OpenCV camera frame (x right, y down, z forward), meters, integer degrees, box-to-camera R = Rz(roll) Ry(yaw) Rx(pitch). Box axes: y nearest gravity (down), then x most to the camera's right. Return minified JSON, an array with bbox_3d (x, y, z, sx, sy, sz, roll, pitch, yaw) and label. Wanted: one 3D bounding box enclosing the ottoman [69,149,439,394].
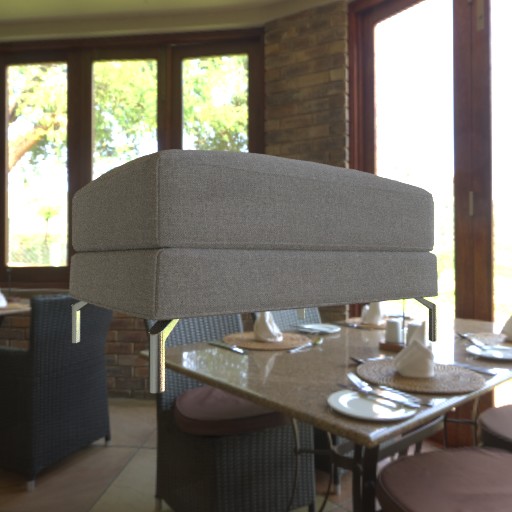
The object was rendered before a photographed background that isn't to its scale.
[{"bbox_3d":[0.000,0.000,1.183,0.838,0.457,0.584,0,0,-35],"label":"ottoman"}]
